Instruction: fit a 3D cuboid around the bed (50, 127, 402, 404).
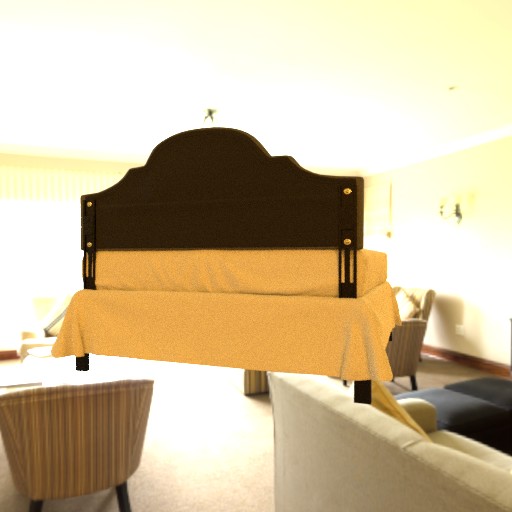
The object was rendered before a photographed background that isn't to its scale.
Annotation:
[{"bbox_3d":[0.000,0.000,3.703,2.303,1.631,2.222,0,0,20],"label":"bed"}]
